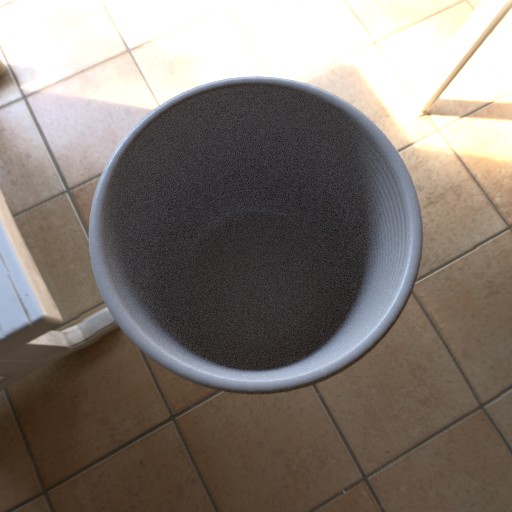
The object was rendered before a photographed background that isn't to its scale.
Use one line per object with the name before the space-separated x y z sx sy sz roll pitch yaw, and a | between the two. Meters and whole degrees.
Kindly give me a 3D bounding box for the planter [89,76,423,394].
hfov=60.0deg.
planter | 0.000 0.000 0.216 0.124 0.109 0.124 0 76 0
